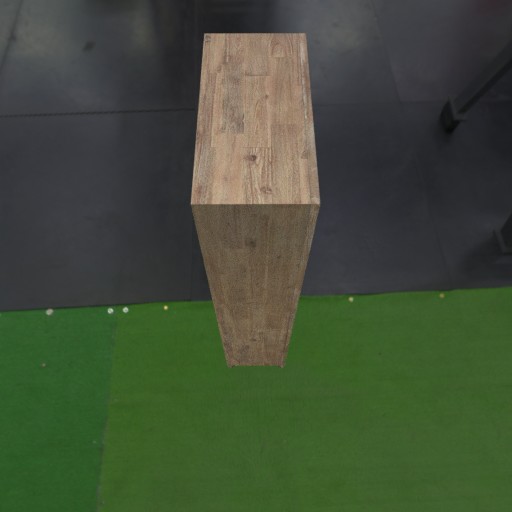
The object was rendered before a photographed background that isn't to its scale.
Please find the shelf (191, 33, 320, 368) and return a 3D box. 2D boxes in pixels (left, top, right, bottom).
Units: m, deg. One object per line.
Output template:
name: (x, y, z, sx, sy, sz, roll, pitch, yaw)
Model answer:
shelf: (0.000, 0.000, 1.534, 0.267, 1.342, 0.491, 0, 62, 0)
